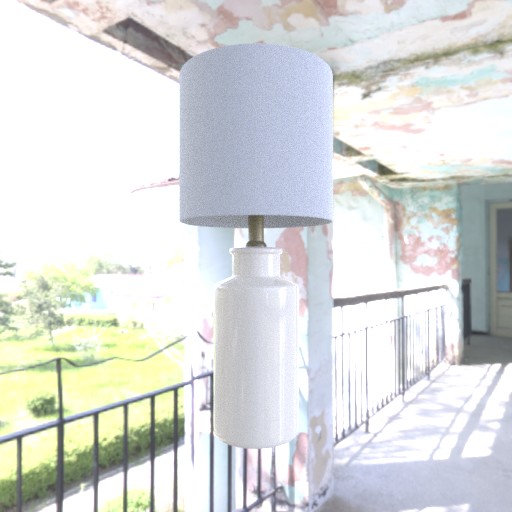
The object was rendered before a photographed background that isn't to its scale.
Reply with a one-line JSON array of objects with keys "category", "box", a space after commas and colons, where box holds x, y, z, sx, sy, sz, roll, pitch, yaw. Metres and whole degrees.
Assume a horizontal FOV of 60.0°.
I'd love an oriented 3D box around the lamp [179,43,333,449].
[{"category": "lamp", "box": [0.000, 0.000, 0.618, 0.212, 0.493, 0.212, 0, -1, 36]}]
